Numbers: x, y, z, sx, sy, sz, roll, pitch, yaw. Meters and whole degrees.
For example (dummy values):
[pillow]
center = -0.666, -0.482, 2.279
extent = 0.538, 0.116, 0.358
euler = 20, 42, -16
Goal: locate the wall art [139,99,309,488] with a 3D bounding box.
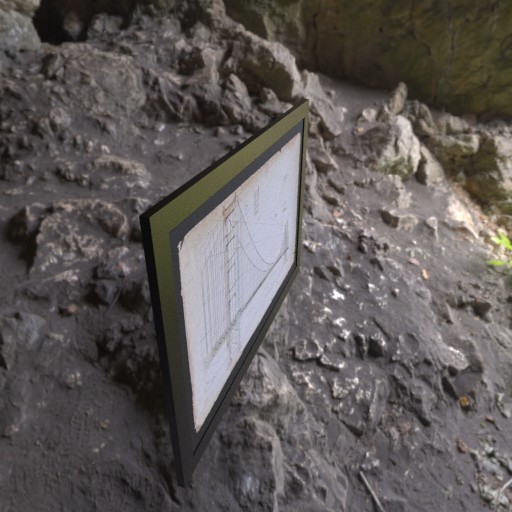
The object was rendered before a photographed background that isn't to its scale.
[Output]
[wall art]
center = 0.000, 0.000, 0.825
extent = 0.013, 0.447, 0.660
euler = 10, 31, 17
